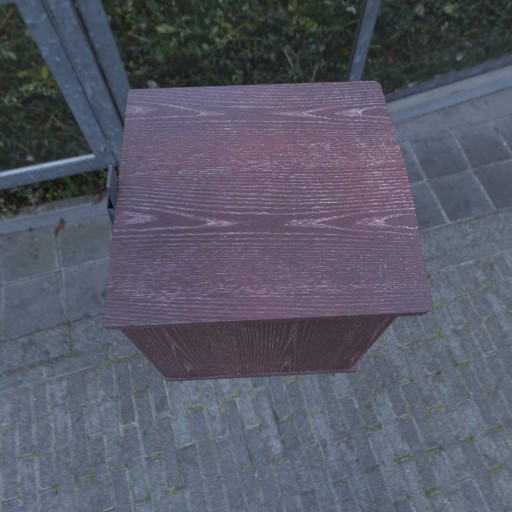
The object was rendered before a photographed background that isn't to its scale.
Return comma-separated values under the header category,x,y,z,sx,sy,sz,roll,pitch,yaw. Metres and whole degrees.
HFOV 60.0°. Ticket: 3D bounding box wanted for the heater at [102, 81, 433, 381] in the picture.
category,x,y,z,sx,sy,sz,roll,pitch,yaw
heater,0.000,0.000,0.759,0.400,0.481,0.362,-2,64,-1
